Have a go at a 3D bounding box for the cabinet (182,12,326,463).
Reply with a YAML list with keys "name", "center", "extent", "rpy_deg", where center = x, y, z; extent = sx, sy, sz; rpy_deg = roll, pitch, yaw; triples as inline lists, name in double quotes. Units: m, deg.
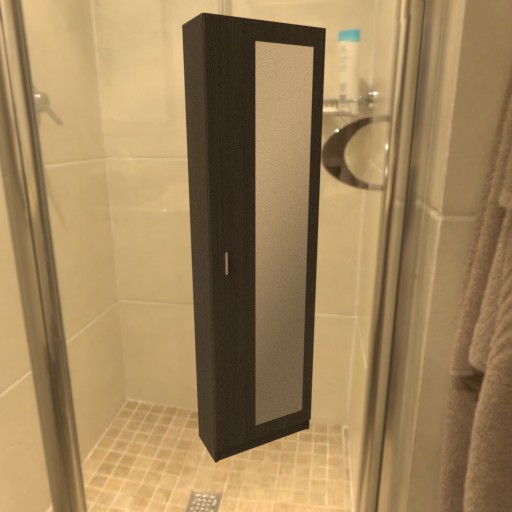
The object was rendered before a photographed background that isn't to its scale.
- name: "cabinet"
  center: [0.000, 0.000, 1.904]
  extent: [0.500, 1.790, 0.230]
  rpy_deg: [-8, 18, -27]
